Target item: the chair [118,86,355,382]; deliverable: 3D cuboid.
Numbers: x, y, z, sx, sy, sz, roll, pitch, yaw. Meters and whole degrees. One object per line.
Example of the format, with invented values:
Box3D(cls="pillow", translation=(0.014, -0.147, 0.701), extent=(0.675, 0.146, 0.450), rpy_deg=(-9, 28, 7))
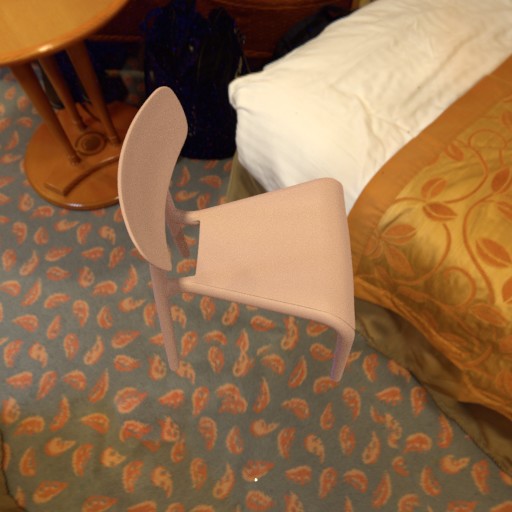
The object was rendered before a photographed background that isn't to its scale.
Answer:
Box3D(cls="chair", translation=(0.000, 0.000, 0.850), extent=(0.401, 0.580, 0.356), rpy_deg=(1, 63, 0))
